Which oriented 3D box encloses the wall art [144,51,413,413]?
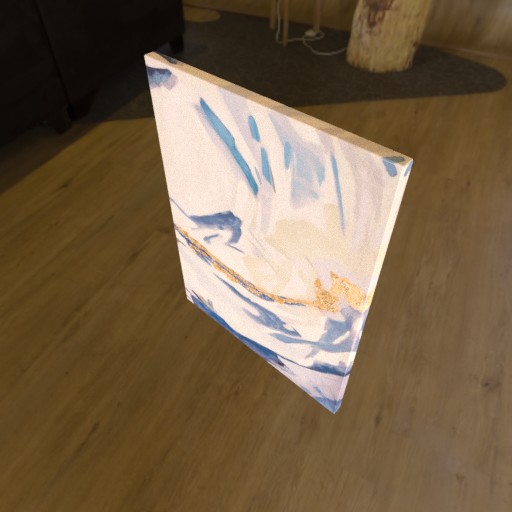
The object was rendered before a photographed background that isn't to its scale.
[{"bbox_3d":[0.000,0.000,1.355,0.761,1.015,0.038,33,54,28],"label":"wall art"}]
